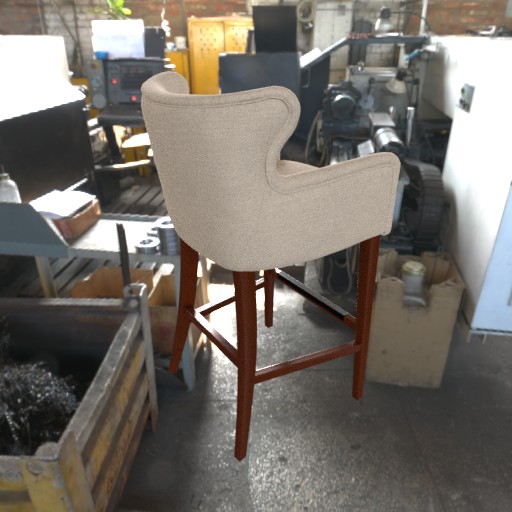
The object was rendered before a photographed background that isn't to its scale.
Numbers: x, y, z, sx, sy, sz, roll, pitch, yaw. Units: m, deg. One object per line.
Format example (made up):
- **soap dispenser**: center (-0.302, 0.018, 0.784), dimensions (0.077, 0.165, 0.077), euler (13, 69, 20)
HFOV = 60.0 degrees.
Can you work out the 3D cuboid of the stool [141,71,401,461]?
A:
- **stool**: center (0.000, 0.000, 1.358), dimensions (0.563, 1.034, 0.556), euler (-18, 32, -31)
